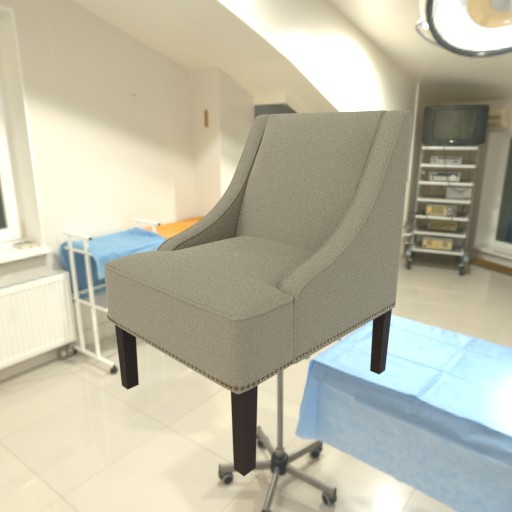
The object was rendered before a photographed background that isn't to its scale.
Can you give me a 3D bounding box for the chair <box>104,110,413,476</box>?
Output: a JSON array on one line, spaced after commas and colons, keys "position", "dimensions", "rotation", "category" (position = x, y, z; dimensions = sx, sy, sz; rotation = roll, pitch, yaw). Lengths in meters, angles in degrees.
[{"position": [0.000, 0.000, 1.370], "dimensions": [0.610, 0.864, 0.737], "rotation": [15, 21, 42], "category": "chair"}]
